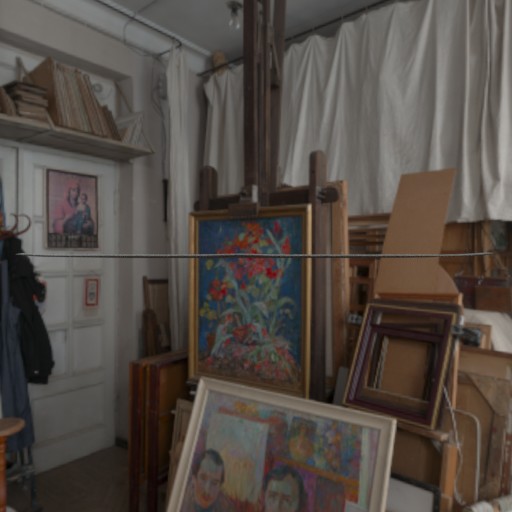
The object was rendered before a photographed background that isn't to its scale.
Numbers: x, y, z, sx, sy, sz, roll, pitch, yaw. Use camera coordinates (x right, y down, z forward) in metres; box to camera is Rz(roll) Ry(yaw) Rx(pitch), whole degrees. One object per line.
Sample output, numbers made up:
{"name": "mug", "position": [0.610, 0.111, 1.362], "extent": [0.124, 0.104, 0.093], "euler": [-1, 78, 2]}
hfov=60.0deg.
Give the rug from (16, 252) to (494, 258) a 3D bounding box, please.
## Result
{"name": "rug", "position": [0.000, 0.000, 3.872], "extent": [2.925, 0.026, 2.343], "euler": [0, 0, 0]}
